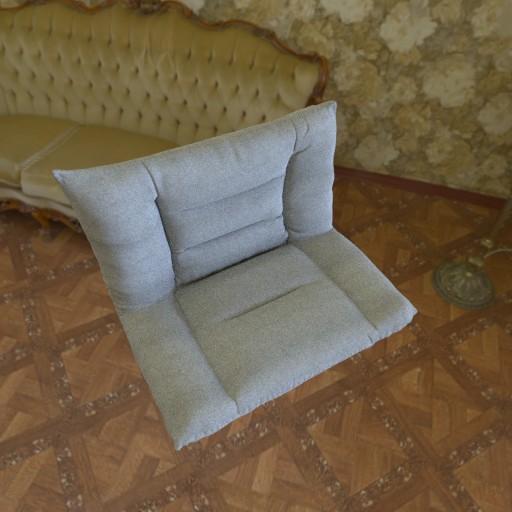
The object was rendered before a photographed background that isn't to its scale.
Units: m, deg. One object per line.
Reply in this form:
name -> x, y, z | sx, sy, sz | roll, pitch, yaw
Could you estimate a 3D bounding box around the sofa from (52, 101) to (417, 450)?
sofa -> 0.000, 0.000, 1.714 | 1.144, 0.795, 0.847 | -22, 51, -20
